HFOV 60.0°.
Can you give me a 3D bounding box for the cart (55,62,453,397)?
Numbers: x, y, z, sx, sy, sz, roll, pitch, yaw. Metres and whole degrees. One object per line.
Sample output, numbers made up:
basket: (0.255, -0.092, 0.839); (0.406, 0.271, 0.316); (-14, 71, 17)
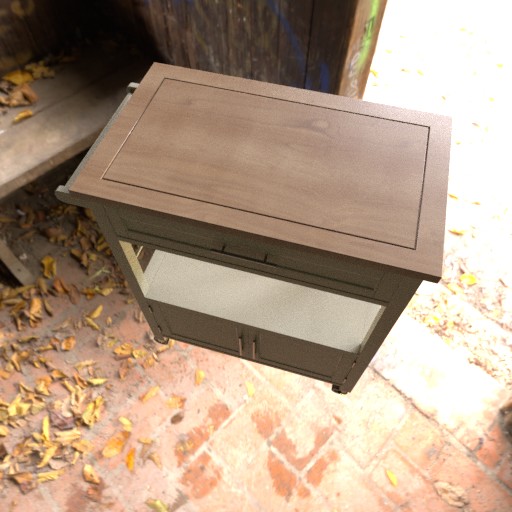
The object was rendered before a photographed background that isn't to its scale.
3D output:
cart: (0.000, 0.000, 1.371); (0.840, 0.901, 0.459); (14, 59, 8)
